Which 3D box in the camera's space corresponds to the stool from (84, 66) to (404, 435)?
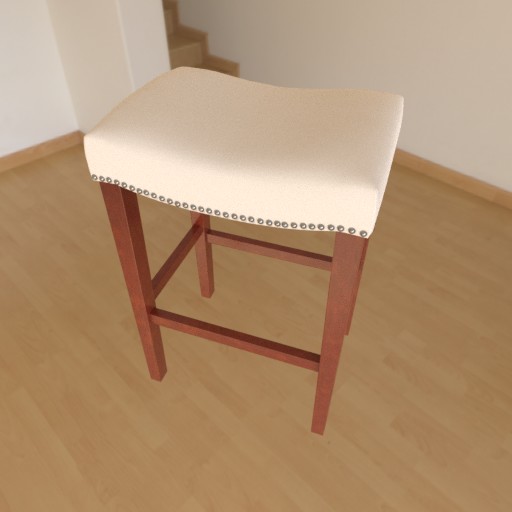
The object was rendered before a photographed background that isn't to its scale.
[{"bbox_3d":[0.000,0.000,1.032,0.504,0.742,0.372,13,43,14],"label":"stool"}]
